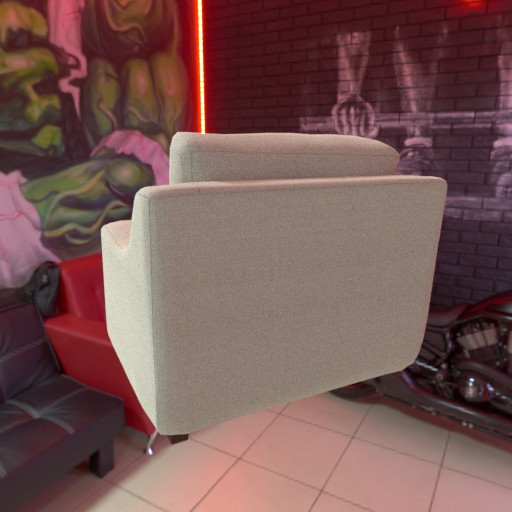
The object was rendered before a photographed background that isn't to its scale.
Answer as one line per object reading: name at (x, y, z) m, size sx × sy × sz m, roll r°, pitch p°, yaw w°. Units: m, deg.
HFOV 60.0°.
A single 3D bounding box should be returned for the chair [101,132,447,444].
chair at (0.000, 0.000, 1.934) m, size 1.178 × 1.016 × 1.009 m, roll -7°, pitch 15°, yaw -27°
